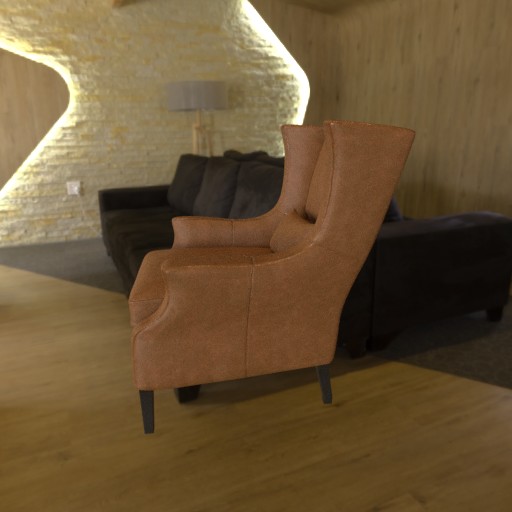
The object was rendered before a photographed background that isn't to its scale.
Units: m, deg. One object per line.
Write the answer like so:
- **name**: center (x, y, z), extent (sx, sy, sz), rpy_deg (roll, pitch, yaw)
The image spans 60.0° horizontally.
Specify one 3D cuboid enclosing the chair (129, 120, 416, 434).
- **chair**: center (0.000, 0.000, 1.758), extent (0.925, 1.016, 0.852), rpy_deg (-2, 15, -8)
